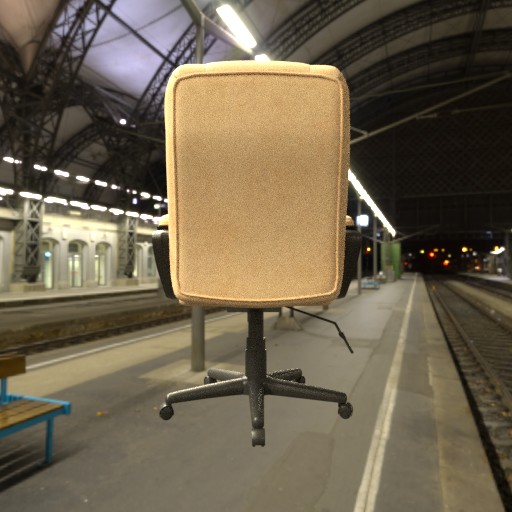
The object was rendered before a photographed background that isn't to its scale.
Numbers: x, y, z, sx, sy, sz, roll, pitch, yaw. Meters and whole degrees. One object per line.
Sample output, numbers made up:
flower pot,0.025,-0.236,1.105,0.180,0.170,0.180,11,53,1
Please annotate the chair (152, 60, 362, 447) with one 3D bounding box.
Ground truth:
chair,0.000,0.000,1.570,0.667,1.105,0.724,0,-1,-1
